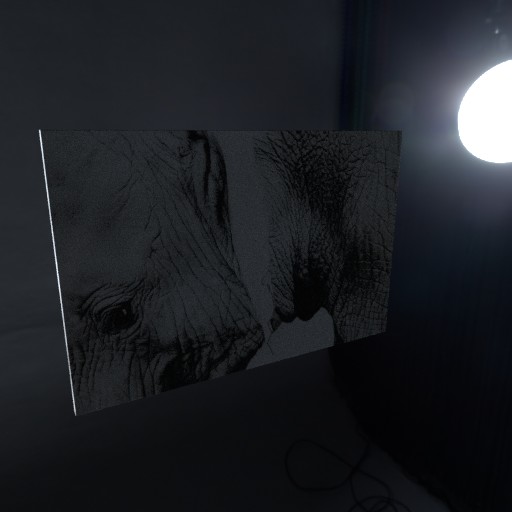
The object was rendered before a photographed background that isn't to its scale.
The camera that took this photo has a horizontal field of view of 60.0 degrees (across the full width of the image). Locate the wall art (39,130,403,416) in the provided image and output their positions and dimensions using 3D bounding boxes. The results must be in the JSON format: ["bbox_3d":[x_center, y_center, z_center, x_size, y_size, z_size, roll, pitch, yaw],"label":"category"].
[{"bbox_3d":[0.000,0.000,1.114,0.914,0.607,0.023,-8,18,-27],"label":"wall art"}]
